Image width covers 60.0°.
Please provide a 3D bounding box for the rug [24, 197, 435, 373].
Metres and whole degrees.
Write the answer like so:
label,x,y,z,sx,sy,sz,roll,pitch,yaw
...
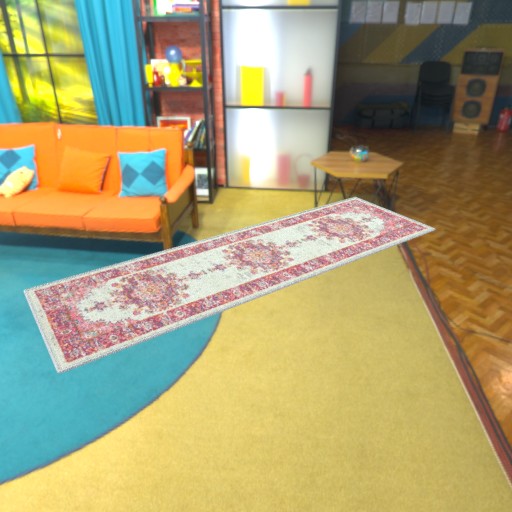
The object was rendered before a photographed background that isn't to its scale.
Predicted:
label,x,y,z,sx,sy,sz,roll,pitch,yaw
rug,0.000,0.000,1.984,1.824,0.009,0.562,-18,33,-30
